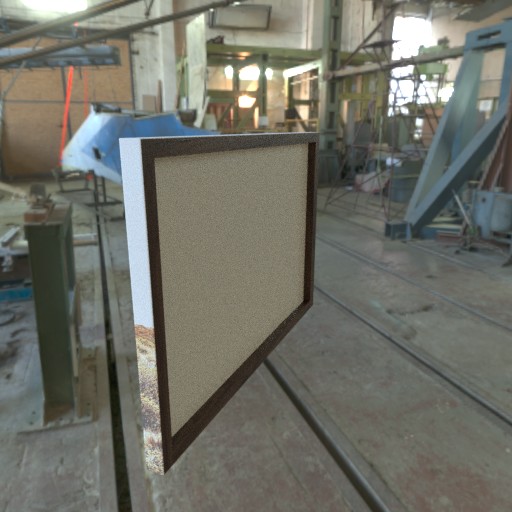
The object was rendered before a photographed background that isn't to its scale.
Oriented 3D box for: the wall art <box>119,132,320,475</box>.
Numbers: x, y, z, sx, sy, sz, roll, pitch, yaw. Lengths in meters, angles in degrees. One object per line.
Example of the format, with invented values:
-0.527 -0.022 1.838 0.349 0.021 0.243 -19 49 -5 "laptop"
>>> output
0.000 0.000 1.435 0.051 0.761 1.138 7 18 24 "wall art"
